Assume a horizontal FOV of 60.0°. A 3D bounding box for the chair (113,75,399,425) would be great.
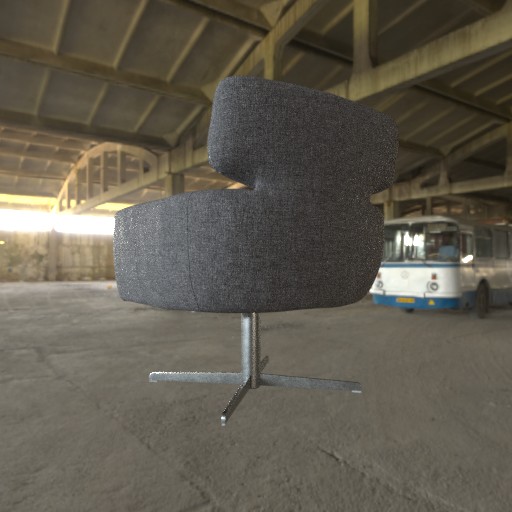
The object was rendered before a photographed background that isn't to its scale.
[{"bbox_3d":[0.000,0.000,1.361,0.706,0.812,0.715,1,-1,-34],"label":"chair"}]
